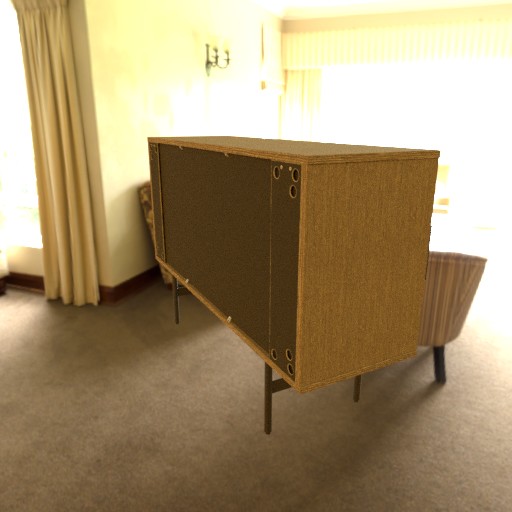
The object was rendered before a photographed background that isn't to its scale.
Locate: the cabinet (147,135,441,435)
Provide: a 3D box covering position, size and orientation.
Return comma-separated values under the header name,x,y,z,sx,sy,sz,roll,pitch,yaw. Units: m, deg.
name,x,y,z,sx,sy,sz,roll,pitch,yaw
cabinet,0.000,0.000,1.571,0.405,0.787,1.194,-9,19,-27
